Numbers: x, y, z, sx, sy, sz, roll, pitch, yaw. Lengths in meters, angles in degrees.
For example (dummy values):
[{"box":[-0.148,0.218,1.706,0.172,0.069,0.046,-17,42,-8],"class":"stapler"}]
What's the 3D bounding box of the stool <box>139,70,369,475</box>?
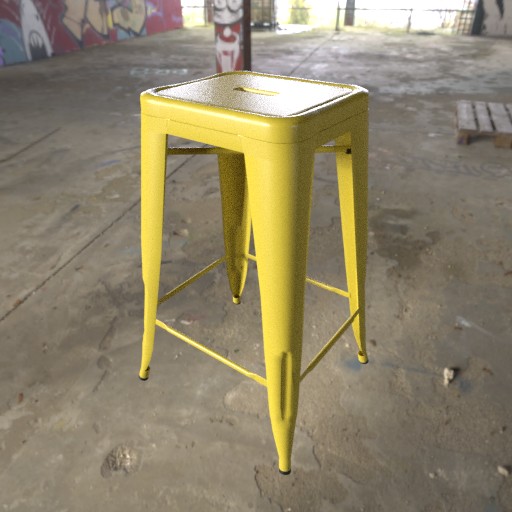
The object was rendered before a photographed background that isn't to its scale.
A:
[{"box":[0.000,0.000,0.849,0.399,0.609,0.359,21,38,30],"class":"stool"}]
